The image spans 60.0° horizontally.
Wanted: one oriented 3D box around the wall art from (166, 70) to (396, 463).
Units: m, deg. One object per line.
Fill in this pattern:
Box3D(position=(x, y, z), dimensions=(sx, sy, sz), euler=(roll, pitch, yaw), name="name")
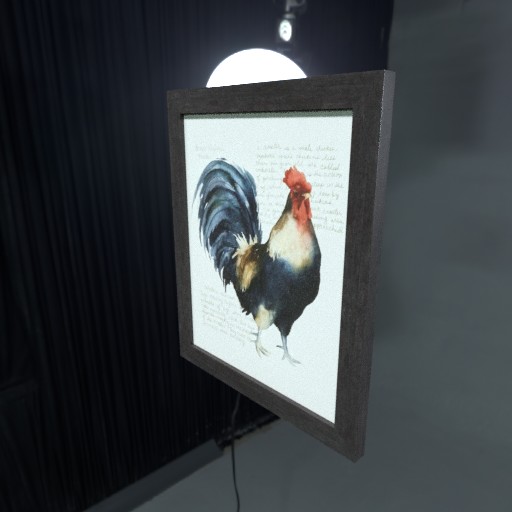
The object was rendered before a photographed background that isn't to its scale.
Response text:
Box3D(position=(0.000, 0.000, 0.796), dimensions=(0.027, 0.580, 0.479), euler=(-15, 22, -42), name="wall art")
